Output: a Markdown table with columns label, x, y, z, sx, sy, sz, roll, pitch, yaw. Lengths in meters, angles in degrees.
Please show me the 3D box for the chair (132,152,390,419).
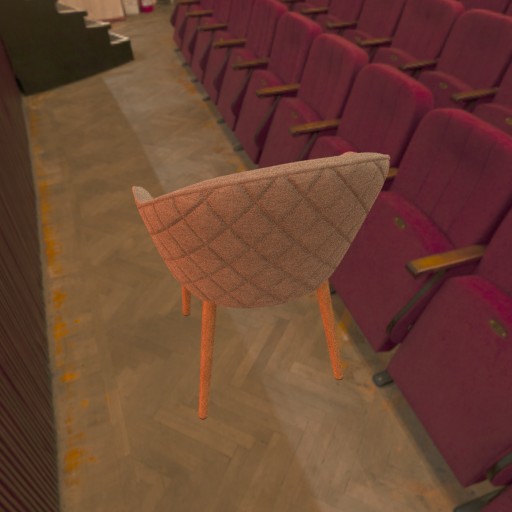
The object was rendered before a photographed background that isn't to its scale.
| label | x | y | z | sx | sy | sz | roll | pitch | yaw |
| --- | --- | --- | --- | --- | --- | --- | --- | --- | --- |
| chair | 0.000 | 0.000 | 1.150 | 0.540 | 0.800 | 0.530 | -12 | 42 | -13 |
